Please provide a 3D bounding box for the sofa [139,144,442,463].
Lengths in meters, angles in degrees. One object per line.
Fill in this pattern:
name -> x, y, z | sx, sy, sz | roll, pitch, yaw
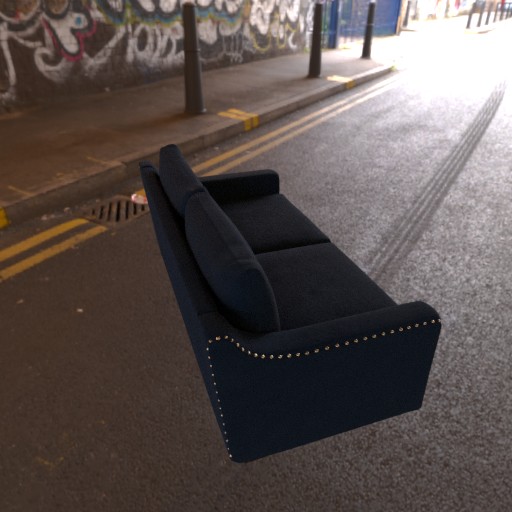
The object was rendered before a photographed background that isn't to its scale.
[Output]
sofa -> 0.000, 0.000, 2.728 | 1.104, 0.983, 2.107 | -10, 32, -17
